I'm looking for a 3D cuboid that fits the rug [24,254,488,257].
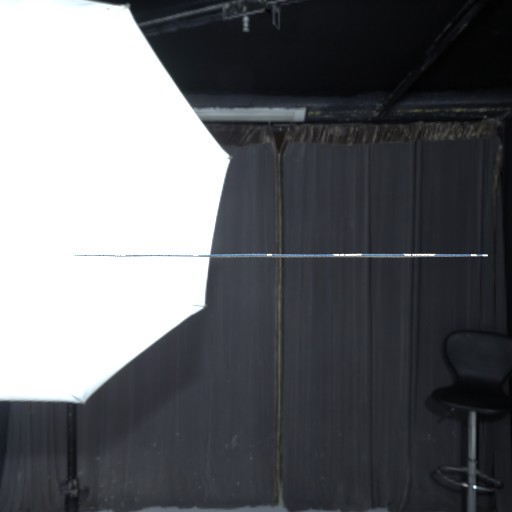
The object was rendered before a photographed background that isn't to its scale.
[{"bbox_3d":[0.000,0.000,2.227,1.755,0.010,1.153,0,0,0],"label":"rug"}]
